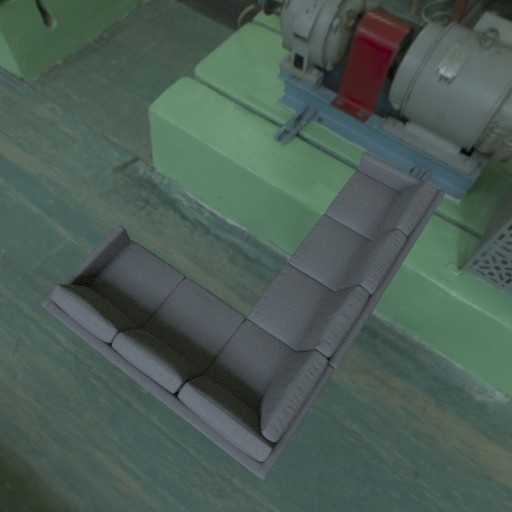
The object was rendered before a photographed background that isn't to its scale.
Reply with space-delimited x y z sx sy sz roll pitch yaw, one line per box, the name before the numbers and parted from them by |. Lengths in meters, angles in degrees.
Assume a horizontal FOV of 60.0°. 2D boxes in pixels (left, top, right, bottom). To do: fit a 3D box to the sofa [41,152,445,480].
sofa | 0.000 0.000 4.389 2.432 0.871 3.182 32 68 15
